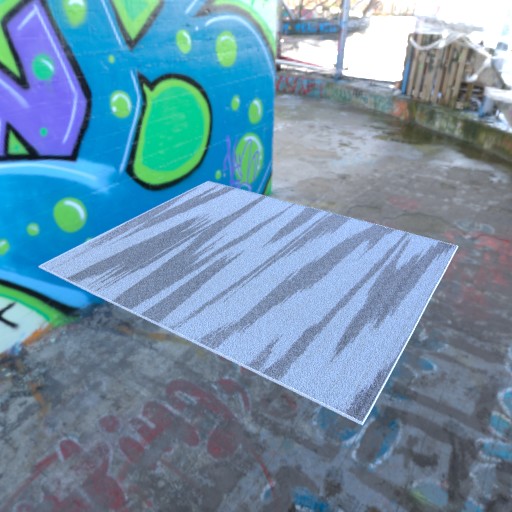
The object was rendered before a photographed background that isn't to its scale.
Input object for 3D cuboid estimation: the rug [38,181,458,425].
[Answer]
[{"bbox_3d":[0.000,0.000,3.956,2.945,0.014,2.353,19,36,28],"label":"rug"}]
